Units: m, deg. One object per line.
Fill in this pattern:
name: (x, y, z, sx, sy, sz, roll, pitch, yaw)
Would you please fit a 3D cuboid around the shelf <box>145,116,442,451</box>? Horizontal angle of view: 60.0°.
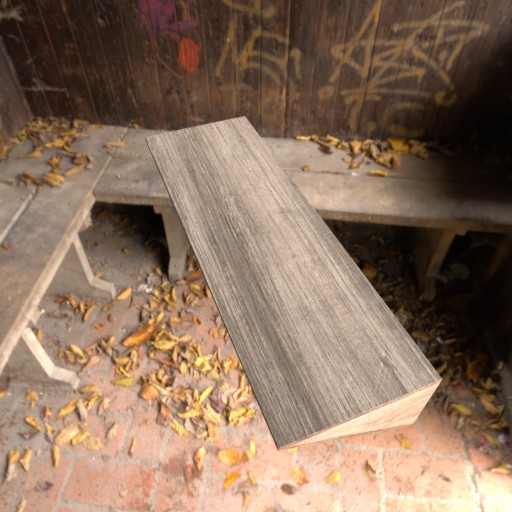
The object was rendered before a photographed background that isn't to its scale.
shelf: (0.000, 0.000, 0.705, 0.200, 0.125, 0.610, -17, 49, -15)
